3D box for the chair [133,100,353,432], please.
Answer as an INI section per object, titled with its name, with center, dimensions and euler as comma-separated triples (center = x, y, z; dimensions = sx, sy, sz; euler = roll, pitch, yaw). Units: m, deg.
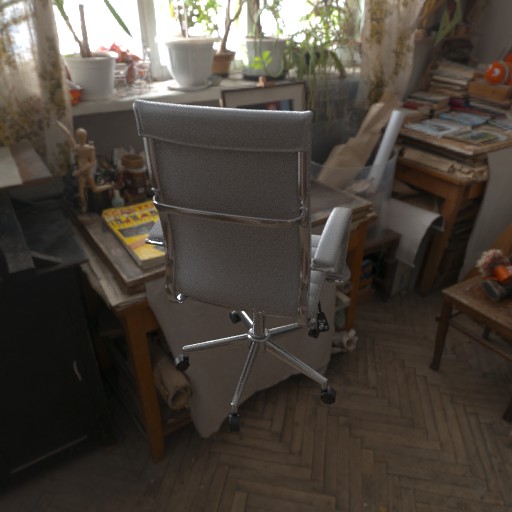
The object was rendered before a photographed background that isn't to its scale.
[chair]
center = 0.000, 0.000, 1.564
dimensions = 0.679, 1.149, 0.667
euler = 9, 32, 14
